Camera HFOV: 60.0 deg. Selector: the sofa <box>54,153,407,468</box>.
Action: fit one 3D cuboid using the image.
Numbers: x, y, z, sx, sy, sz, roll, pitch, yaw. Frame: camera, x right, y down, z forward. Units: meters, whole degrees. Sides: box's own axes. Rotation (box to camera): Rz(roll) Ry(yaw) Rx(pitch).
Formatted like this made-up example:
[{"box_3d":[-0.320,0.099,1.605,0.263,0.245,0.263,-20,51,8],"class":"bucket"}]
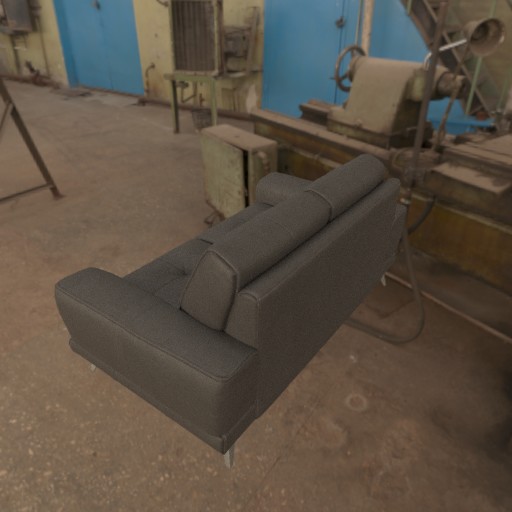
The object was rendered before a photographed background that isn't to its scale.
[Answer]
[{"box_3d":[0.000,0.000,2.384,1.018,0.907,1.806,21,37,30],"class":"sofa"}]
